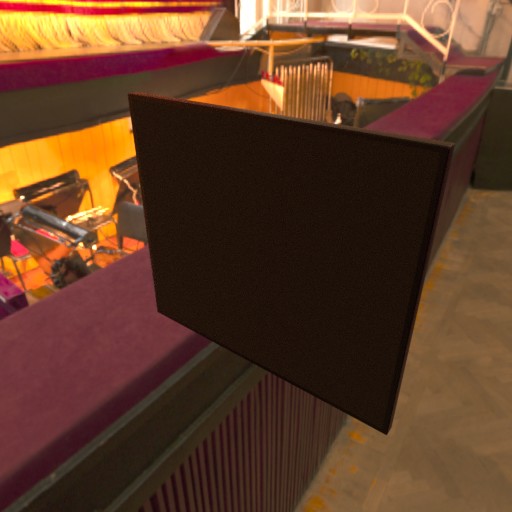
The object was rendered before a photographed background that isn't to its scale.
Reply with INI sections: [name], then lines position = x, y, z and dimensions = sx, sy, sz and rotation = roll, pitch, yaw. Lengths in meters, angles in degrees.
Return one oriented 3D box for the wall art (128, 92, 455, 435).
[wall art]
position = 0.000, 0.000, 0.715
dimensions = 0.521, 0.450, 0.018
rotation = 21, 36, 32
